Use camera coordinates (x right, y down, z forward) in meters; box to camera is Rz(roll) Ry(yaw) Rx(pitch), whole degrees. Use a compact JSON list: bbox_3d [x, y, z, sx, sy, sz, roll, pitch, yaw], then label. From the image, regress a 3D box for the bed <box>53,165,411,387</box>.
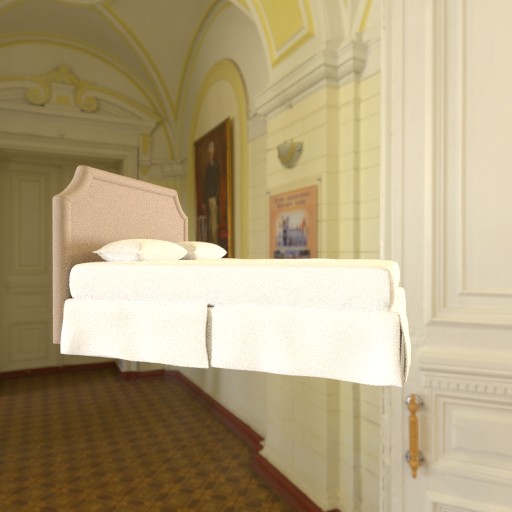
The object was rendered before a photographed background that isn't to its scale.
[{"bbox_3d":[0.000,0.000,4.203,2.773,1.590,2.350,0,0,19],"label":"bed"}]
